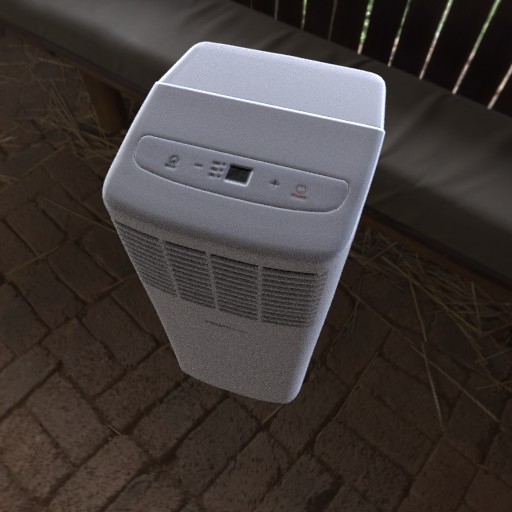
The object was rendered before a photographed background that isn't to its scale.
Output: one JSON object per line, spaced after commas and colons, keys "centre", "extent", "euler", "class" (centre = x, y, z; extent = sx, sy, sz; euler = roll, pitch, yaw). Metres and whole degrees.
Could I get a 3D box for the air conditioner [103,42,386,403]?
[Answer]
{"centre": [0.000, 0.000, 0.795], "extent": [0.304, 0.606, 0.349], "euler": [15, 59, 9], "class": "air conditioner"}
